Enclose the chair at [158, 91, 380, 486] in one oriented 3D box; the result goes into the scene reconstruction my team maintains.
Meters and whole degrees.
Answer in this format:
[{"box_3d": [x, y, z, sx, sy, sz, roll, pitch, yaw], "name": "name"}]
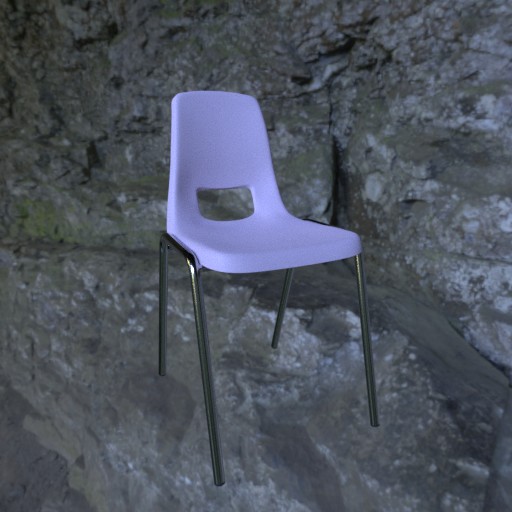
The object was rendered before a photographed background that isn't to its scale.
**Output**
[{"box_3d": [0.000, 0.000, 0.959, 0.381, 0.704, 0.436, -8, 17, -26], "name": "chair"}]
